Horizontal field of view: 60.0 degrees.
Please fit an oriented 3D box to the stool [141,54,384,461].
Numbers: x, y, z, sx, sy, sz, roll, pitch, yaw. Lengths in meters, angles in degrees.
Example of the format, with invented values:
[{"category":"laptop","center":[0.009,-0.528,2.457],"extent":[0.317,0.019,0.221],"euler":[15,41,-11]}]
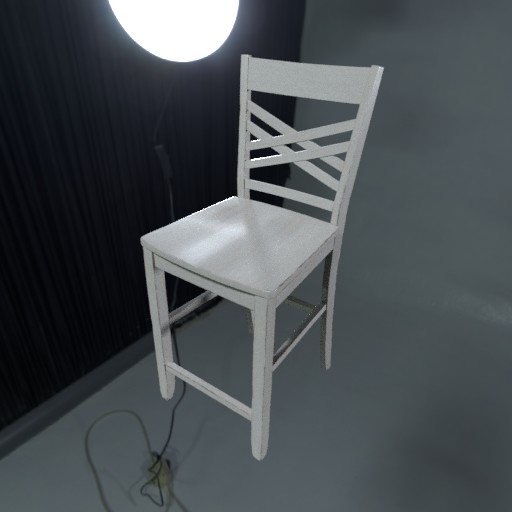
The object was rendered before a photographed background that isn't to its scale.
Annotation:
[{"category":"stool","center":[0.000,0.000,1.375],"extent":[0.462,1.079,0.539],"euler":[20,36,31]}]
